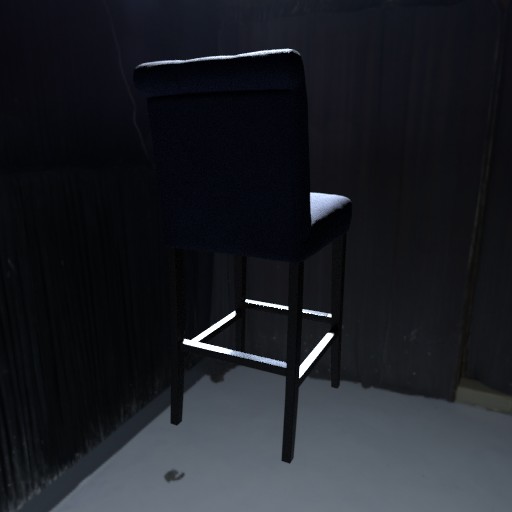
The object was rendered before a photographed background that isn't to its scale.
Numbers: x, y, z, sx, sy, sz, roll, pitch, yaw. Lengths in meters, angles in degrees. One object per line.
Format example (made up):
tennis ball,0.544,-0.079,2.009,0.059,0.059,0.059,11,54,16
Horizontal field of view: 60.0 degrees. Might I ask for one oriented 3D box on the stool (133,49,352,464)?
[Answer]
stool,0.000,0.000,1.460,0.493,1.140,0.601,7,16,26
